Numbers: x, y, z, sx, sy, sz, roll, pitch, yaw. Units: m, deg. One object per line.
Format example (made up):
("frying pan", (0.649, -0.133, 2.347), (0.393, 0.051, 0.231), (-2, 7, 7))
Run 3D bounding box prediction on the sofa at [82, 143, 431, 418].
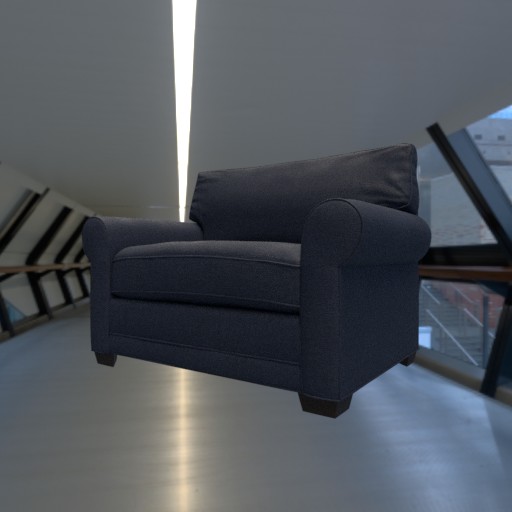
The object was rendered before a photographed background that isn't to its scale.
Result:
("sofa", (0.000, 0.000, 2.069), (1.405, 1.004, 0.938), (0, 1, 35))
